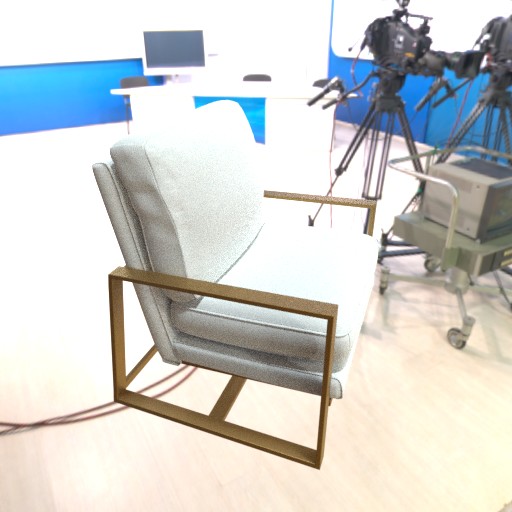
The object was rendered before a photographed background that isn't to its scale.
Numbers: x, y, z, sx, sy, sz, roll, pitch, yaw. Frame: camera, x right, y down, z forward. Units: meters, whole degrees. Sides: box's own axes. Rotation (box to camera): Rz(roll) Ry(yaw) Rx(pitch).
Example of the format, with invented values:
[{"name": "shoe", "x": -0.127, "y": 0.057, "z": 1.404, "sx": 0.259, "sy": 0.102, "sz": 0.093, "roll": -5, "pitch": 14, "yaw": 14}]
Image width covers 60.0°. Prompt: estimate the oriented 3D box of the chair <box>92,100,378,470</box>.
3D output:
[{"name": "chair", "x": 0.000, "y": 0.000, "z": 1.587, "sx": 0.813, "sy": 0.966, "sz": 0.805, "roll": 11, "pitch": 31, "yaw": 18}]
